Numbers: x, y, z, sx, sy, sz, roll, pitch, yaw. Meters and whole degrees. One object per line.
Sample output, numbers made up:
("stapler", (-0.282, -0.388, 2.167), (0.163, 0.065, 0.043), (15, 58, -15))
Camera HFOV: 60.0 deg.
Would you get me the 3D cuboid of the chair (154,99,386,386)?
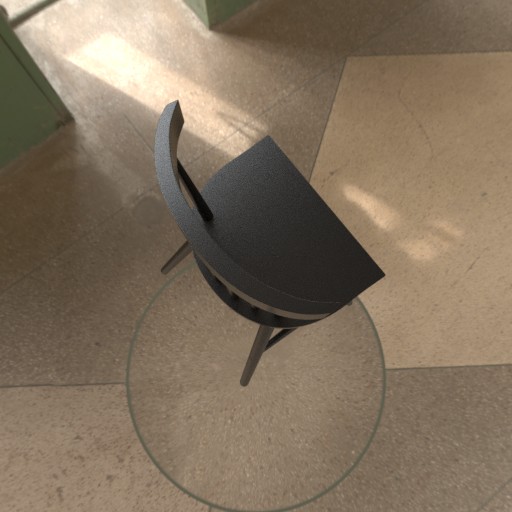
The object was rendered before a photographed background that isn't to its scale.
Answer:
("chair", (0.000, 0.000, 1.155), (0.483, 0.844, 0.506), (-36, 78, -9))
